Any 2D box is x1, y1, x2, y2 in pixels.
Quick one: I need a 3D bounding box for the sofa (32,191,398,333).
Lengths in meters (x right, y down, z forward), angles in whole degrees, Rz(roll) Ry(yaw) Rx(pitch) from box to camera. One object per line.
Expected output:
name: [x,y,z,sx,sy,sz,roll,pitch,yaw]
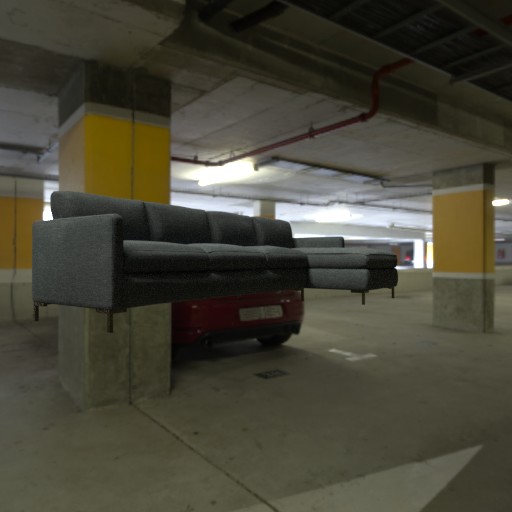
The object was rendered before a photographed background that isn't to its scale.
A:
sofa: [0.000,0.000,3.500,1.350,0.810,2.932,0,0,35]
